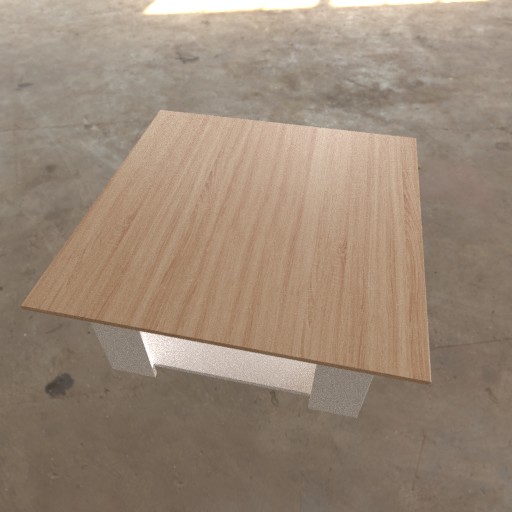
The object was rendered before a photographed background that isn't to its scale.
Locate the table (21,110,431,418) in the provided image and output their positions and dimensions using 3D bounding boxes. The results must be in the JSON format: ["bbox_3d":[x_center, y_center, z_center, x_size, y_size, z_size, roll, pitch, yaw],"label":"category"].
[{"bbox_3d":[0.000,0.000,1.034,0.670,0.305,0.670,9,48,8],"label":"table"}]
